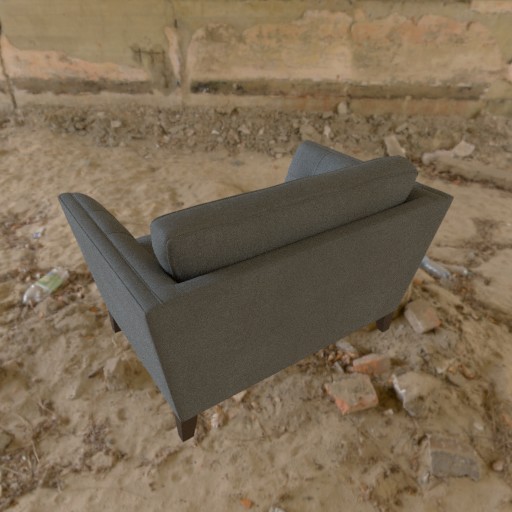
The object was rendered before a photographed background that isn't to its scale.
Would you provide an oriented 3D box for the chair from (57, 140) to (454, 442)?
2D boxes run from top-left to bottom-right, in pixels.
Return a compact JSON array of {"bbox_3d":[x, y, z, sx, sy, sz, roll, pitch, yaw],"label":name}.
[{"bbox_3d":[0.000,0.000,2.036,1.396,0.942,0.965,-20,36,-29],"label":"chair"}]
